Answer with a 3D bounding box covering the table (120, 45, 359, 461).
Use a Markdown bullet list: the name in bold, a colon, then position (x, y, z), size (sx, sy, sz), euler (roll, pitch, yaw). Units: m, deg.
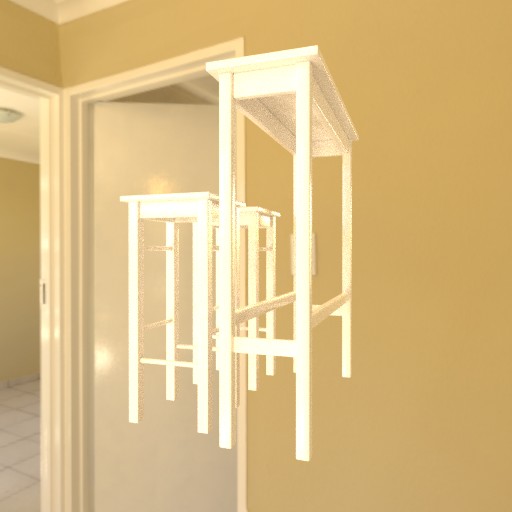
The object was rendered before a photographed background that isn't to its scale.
- **table**: position (0.000, 0.000, 1.653), size (0.650, 1.065, 0.915), euler (0, 0, 19)
